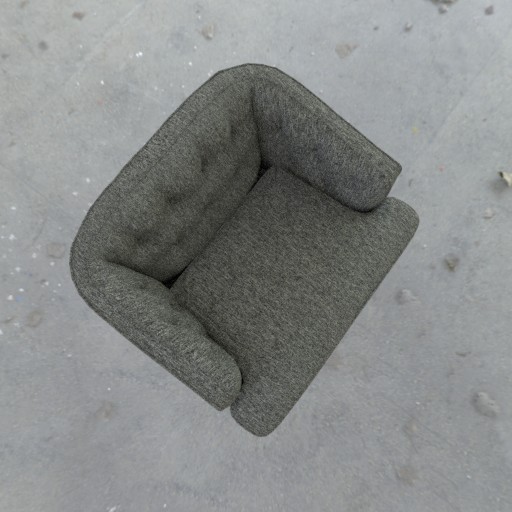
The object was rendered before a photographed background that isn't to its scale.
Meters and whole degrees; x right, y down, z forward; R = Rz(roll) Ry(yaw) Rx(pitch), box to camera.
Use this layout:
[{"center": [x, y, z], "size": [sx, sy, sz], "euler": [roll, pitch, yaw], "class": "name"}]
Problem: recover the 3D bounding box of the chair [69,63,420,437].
[{"center": [0.000, 0.000, 1.805], "size": [0.941, 0.852, 1.104], "euler": [37, 79, 8], "class": "chair"}]
